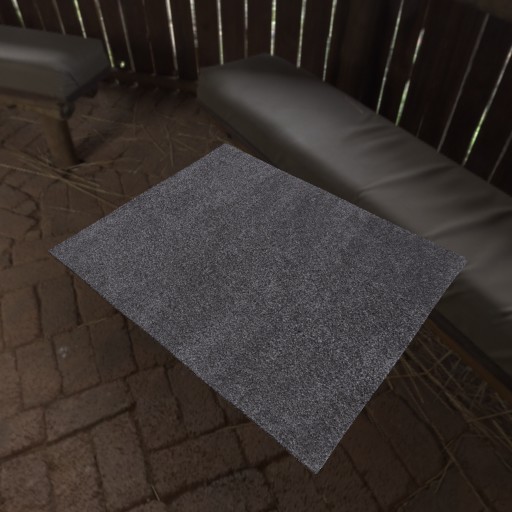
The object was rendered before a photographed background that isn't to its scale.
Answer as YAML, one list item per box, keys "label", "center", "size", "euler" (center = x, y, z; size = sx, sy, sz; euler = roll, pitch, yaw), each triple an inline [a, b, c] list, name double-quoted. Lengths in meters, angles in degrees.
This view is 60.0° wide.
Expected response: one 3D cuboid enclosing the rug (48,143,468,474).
- label: "rug"
  center: [0.000, 0.000, 4.046]
  size: [3.000, 0.025, 2.401]
  euler: [31, 54, 27]
